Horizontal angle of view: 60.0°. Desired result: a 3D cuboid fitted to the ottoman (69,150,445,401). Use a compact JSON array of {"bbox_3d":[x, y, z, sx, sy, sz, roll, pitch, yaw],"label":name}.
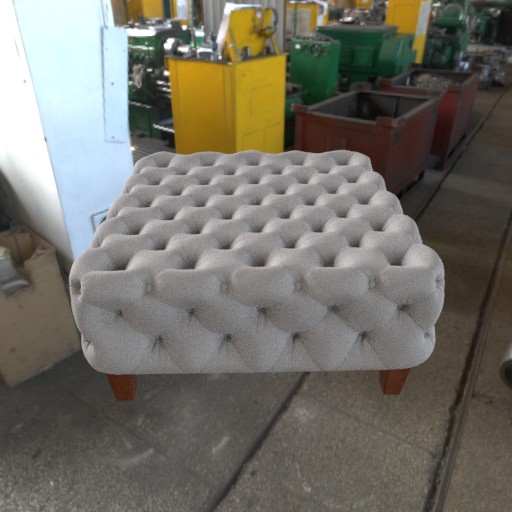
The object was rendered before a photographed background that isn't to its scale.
[{"bbox_3d":[0.000,0.000,1.211,0.758,0.365,0.764,-1,31,-1],"label":"ottoman"}]
